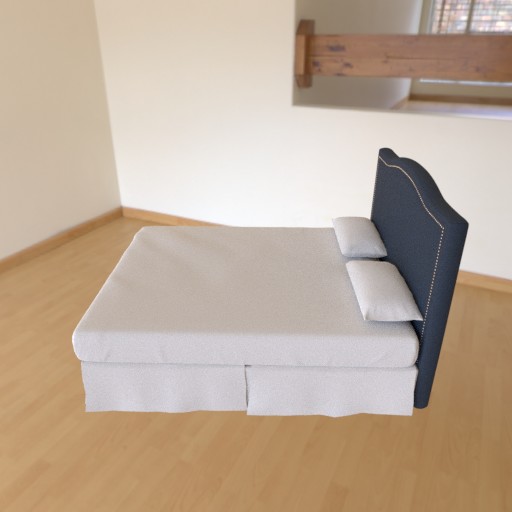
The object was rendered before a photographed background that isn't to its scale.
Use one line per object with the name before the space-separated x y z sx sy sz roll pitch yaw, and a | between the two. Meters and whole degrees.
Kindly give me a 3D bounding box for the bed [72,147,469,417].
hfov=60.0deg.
bed | 0.000 0.000 3.375 2.282 1.436 1.821 1 27 1
